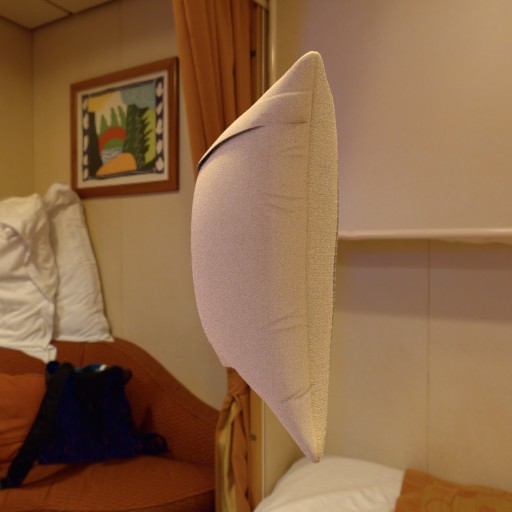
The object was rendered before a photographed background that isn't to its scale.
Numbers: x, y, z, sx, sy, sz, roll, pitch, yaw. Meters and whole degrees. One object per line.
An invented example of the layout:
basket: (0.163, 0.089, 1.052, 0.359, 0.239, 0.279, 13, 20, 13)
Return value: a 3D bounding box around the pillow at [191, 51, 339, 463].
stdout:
pillow: (0.000, 0.000, 0.621, 0.173, 0.406, 0.405, 0, 1, -17)
